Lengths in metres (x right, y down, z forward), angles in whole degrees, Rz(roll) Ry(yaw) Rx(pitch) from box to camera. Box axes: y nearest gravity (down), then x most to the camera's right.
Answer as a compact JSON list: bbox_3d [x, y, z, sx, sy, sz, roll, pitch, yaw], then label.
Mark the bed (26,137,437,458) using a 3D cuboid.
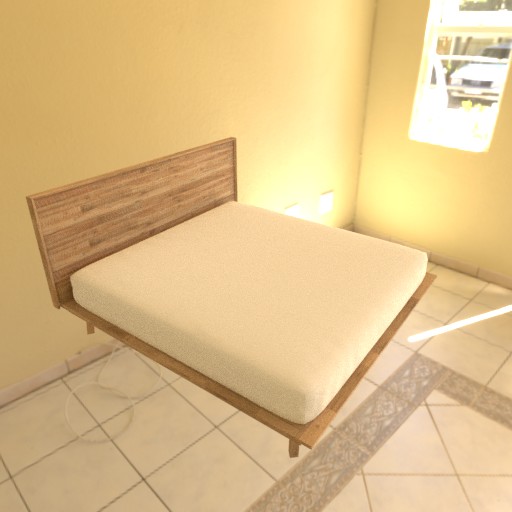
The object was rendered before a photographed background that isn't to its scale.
[{"bbox_3d":[0.000,0.000,3.321,2.167,1.100,2.116,19,33,32],"label":"bed"}]
